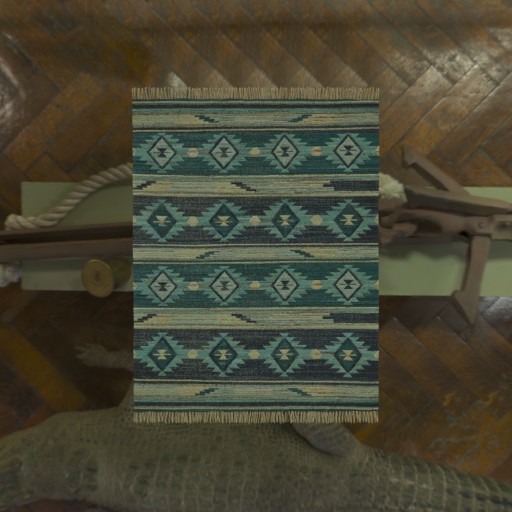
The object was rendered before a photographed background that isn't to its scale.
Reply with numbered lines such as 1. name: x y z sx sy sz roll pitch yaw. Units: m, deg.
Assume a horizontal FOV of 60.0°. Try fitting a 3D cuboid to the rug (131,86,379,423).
1. rug: 0.000 0.000 4.335 2.418 0.047 3.307 0 91 0
